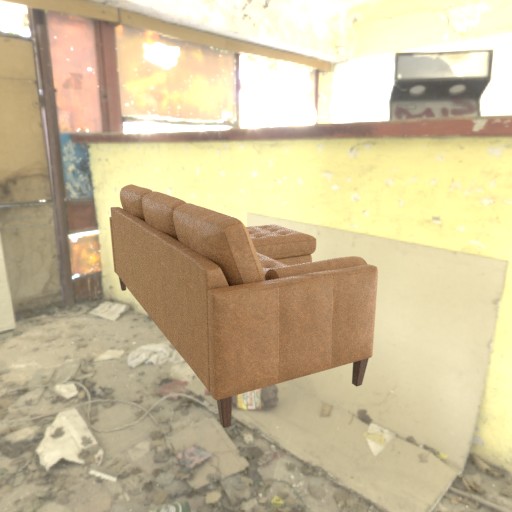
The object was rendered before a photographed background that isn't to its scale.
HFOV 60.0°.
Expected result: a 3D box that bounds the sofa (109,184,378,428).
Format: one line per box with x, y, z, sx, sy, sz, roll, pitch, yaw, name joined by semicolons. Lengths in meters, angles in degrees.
0.000;0.000;2.974;1.506;0.876;2.178;-7;16;-27;sofa
